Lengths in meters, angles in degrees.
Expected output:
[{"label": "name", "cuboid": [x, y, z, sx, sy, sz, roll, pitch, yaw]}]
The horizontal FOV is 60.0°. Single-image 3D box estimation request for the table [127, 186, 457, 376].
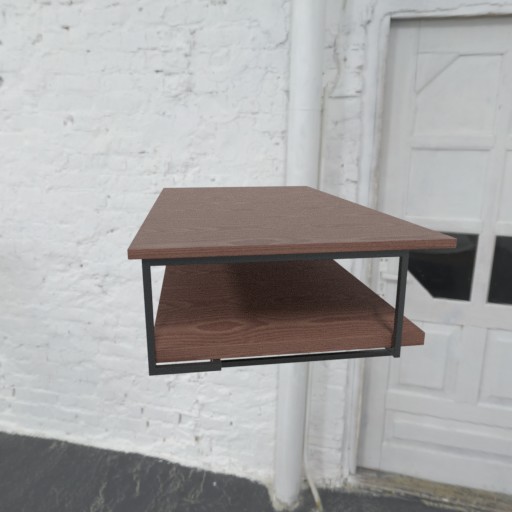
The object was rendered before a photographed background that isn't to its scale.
[{"label": "table", "cuboid": [0.000, 0.000, 1.470, 0.651, 0.347, 1.197, -2, 14, -8]}]
